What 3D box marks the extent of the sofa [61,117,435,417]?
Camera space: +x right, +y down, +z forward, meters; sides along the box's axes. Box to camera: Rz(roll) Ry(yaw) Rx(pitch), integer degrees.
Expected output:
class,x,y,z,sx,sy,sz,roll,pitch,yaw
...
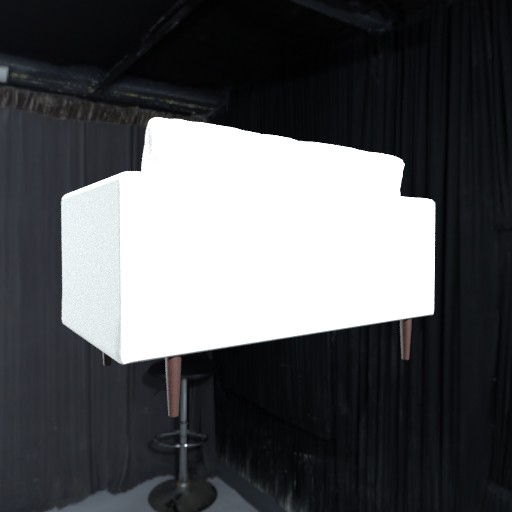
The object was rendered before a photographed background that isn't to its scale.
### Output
class,x,y,z,sx,sy,sz,roll,pitch,yaw
sofa,0.000,0.000,1.906,1.430,0.908,0.796,-1,2,-35
